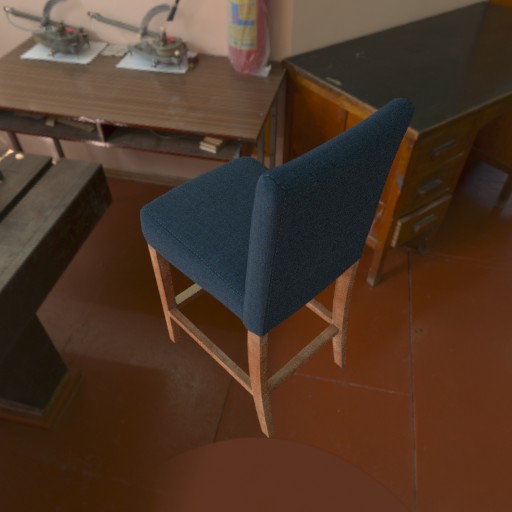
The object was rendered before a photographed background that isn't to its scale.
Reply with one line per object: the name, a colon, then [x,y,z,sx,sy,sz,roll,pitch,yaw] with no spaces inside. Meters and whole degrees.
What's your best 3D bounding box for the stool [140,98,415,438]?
stool: [0.000,0.000,1.335,0.454,1.039,0.567,-34,55,-28]
